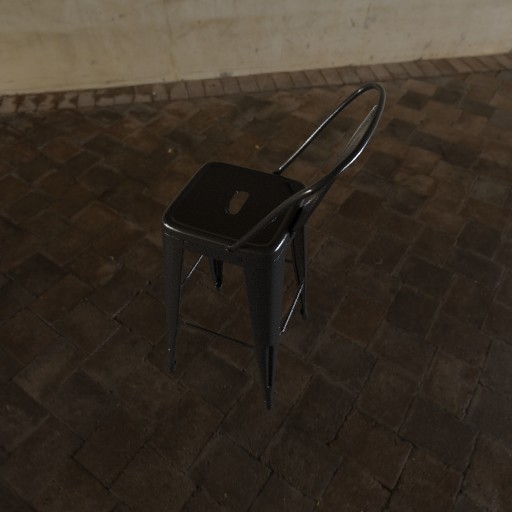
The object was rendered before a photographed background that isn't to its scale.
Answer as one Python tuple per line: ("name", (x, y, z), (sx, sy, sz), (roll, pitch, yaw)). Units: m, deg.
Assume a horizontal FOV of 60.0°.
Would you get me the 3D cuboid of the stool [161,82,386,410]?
("stool", (0.000, 0.000, 1.312), (0.528, 1.022, 0.432), (16, 49, 15))
